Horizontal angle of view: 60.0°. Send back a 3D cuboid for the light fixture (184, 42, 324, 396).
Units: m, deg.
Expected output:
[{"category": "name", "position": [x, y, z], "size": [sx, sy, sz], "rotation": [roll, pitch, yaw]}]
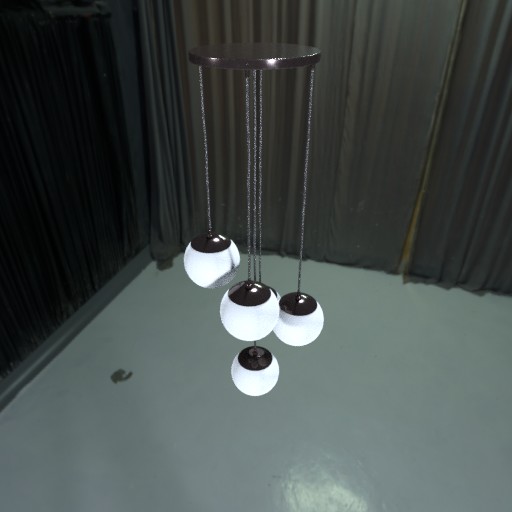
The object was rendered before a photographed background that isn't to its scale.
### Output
[{"category": "light fixture", "position": [0.000, 0.000, 1.496], "size": [0.489, 1.271, 0.484], "rotation": [9, 33, 14]}]
